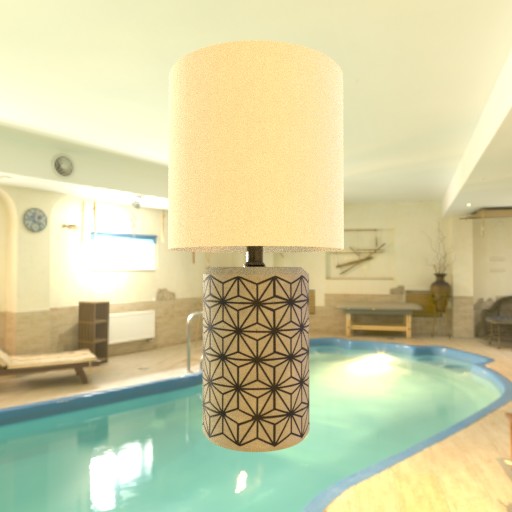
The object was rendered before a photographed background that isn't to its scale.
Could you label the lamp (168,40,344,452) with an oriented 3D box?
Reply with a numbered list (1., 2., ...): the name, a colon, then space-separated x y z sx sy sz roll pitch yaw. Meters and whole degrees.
1. lamp: 0.000 0.000 0.530 0.206 0.416 0.206 0 -2 18
